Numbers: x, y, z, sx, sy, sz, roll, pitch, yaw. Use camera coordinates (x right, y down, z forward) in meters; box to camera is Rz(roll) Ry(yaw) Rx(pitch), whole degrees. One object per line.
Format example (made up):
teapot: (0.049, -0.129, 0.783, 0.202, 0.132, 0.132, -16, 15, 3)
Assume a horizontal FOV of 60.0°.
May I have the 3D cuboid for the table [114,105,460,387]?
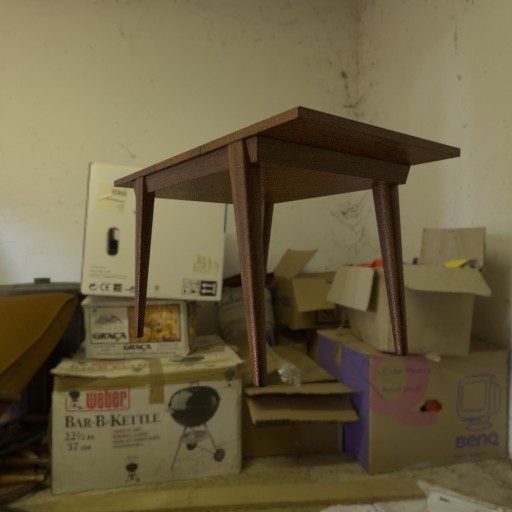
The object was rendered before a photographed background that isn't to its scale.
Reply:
table: (0.000, 0.000, 1.901, 0.757, 0.760, 1.400, 0, 0, -36)
